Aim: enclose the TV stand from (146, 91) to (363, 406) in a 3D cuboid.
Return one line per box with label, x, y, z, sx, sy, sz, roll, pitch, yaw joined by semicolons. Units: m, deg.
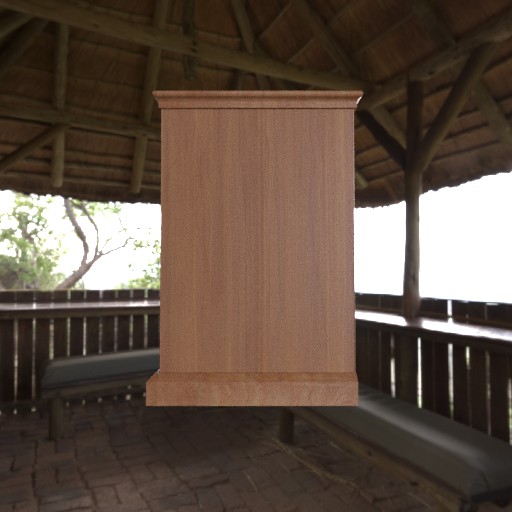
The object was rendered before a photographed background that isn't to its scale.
TV stand;0.000;0.000;1.440;0.417;0.607;1.181;0;-2;0
